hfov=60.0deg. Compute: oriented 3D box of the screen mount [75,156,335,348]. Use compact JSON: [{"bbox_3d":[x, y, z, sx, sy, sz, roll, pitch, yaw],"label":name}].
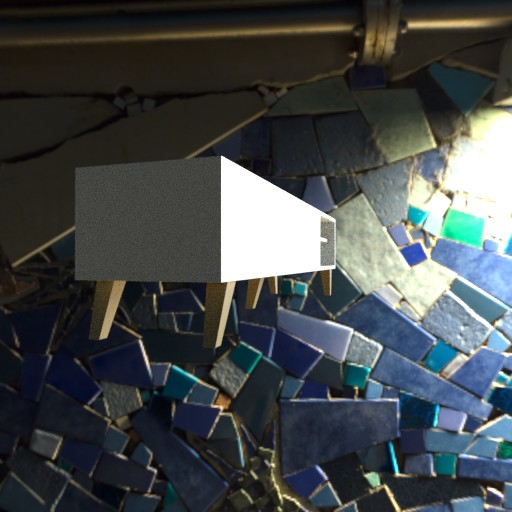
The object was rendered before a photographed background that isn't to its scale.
[{"bbox_3d":[0.000,0.000,1.826,0.399,0.432,1.644,0,-1,19],"label":"screen mount"}]
